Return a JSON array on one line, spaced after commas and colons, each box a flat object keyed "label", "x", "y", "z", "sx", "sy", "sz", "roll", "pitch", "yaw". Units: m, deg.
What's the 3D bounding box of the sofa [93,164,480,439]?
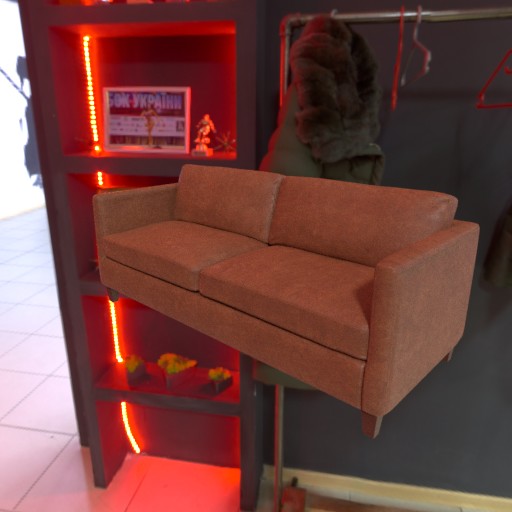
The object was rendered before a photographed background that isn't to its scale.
[{"label": "sofa", "x": 0.000, "y": 0.000, "z": 2.667, "sx": 2.204, "sy": 0.932, "sz": 0.950, "roll": 16, "pitch": 24, "yaw": 40}]
